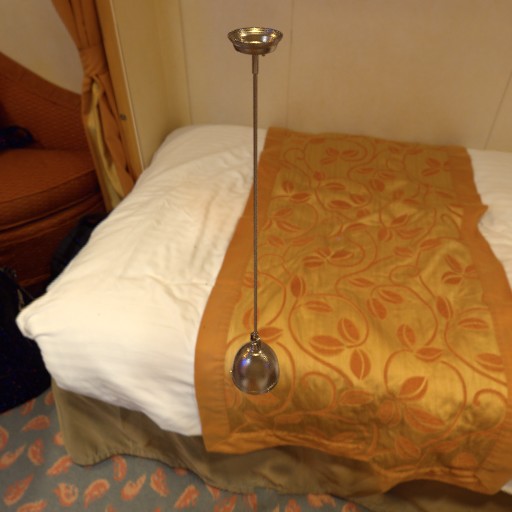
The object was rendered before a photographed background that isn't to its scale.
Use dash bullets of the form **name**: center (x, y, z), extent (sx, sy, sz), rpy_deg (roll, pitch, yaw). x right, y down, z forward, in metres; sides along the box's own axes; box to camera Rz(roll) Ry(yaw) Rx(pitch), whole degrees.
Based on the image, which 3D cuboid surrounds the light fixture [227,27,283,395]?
- **light fixture**: center (0.000, 0.000, 1.483), extent (0.211, 1.367, 0.217), rpy_deg (-24, 47, -25)
